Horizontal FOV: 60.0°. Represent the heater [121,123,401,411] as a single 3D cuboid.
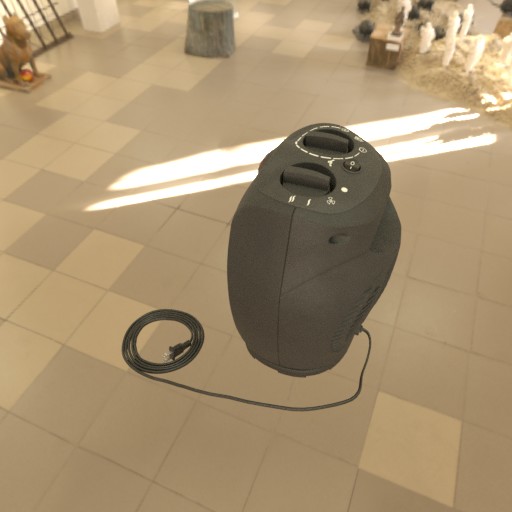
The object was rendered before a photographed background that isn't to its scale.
[{"bbox_3d":[0.000,0.000,0.478,0.291,0.255,0.239,17,48,15],"label":"heater"}]
